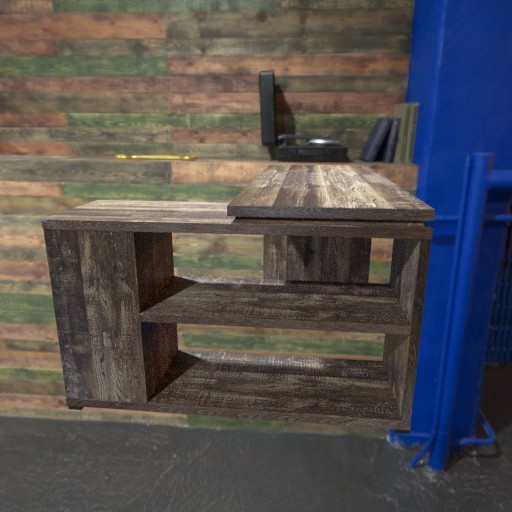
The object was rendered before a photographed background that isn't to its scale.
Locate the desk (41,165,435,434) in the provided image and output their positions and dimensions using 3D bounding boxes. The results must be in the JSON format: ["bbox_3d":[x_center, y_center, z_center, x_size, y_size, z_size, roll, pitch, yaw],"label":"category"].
[{"bbox_3d":[0.000,0.000,2.158,1.200,0.753,1.524,2,16,6],"label":"desk"}]
